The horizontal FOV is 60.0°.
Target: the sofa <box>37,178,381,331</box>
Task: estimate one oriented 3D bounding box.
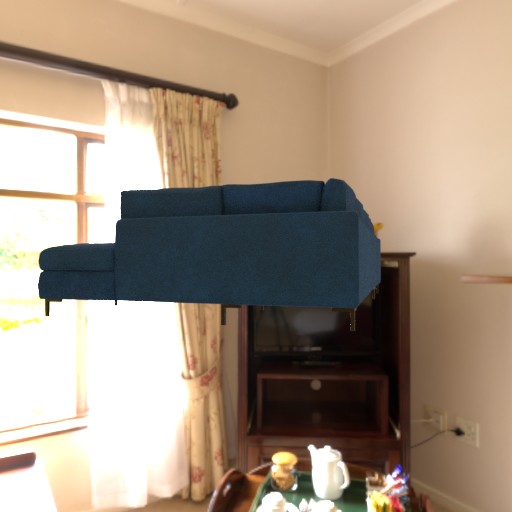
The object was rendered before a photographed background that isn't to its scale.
[{"bbox_3d":[0.000,0.000,3.306,1.707,0.687,2.486,0,-1,18],"label":"sofa"}]
